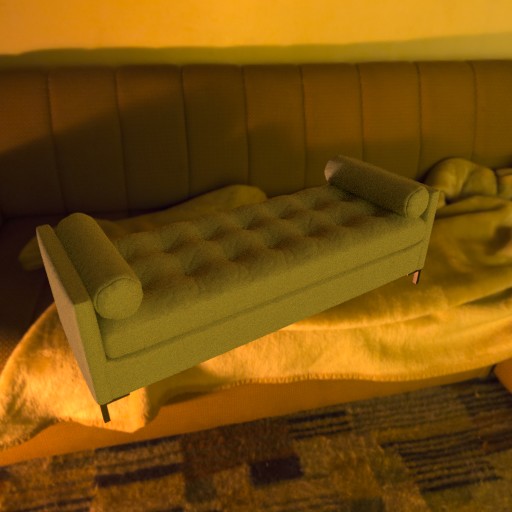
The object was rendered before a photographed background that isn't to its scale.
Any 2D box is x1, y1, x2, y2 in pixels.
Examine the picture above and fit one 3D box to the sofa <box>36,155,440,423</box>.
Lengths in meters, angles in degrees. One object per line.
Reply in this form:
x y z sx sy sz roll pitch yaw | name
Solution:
0.000 0.000 2.519 2.102 0.705 0.796 -18 35 -28 | sofa
